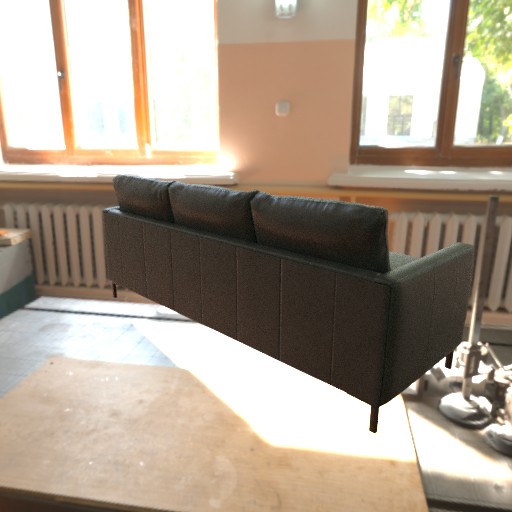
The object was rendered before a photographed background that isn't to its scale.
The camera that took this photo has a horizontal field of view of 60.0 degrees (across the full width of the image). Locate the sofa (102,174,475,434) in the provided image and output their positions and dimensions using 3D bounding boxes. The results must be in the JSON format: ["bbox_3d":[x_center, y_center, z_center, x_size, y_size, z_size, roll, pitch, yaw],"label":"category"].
[{"bbox_3d":[0.000,0.000,2.378,0.748,0.805,2.029,-15,21,-43],"label":"sofa"}]
